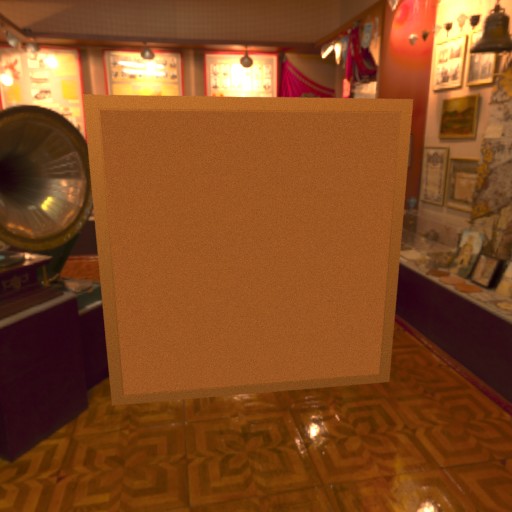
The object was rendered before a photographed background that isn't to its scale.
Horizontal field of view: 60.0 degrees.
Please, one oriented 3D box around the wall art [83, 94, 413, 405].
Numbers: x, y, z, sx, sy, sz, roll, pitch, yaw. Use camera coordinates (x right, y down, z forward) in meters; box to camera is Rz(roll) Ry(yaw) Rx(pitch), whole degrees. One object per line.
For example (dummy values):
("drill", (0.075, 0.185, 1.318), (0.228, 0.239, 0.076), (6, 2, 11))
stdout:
("wall art", (0.000, 0.000, 2.853), (1.926, 1.926, 0.099), (-2, 15, -8))
